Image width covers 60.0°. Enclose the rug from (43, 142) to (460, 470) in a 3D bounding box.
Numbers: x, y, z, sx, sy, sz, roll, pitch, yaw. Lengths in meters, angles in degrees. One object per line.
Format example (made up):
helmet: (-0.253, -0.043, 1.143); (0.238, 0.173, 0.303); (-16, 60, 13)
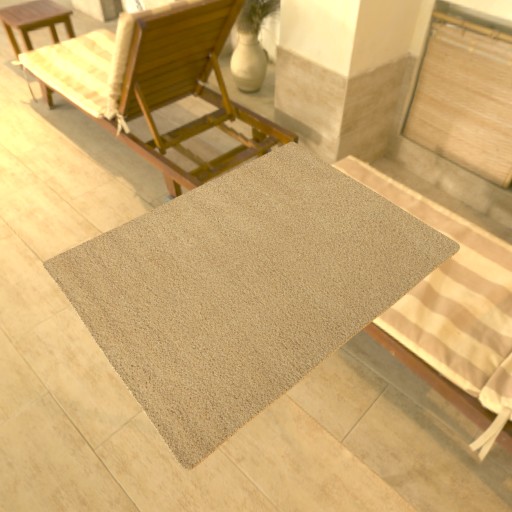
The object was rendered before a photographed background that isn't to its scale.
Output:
rug: (0.000, 0.000, 2.105); (1.600, 0.025, 1.199); (-31, 54, -26)
